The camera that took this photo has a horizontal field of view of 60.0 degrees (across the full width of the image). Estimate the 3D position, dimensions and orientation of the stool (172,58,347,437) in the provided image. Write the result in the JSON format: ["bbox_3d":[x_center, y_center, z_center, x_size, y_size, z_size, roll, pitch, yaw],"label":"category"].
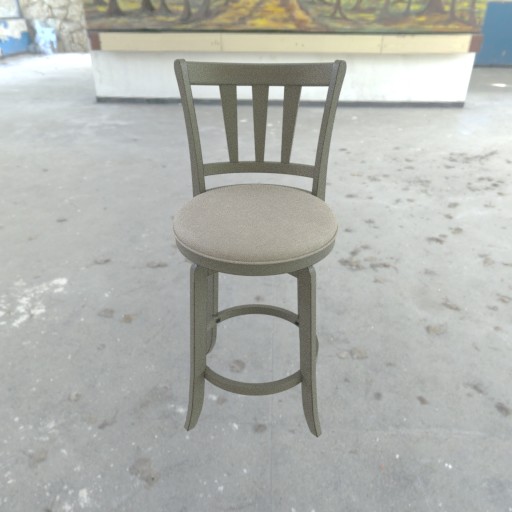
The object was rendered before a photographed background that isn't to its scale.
[{"bbox_3d":[0.000,0.000,1.259,0.450,0.994,0.486,2,30,3],"label":"stool"}]
